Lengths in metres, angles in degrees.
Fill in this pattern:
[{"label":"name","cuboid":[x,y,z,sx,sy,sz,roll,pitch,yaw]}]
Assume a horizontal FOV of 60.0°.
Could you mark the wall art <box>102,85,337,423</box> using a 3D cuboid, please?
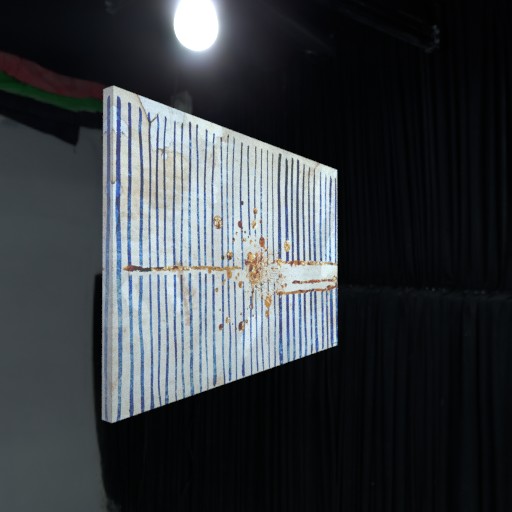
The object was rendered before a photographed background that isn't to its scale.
[{"label":"wall art","cuboid":[0.000,0.000,1.179,0.030,0.609,0.919,-1,-1,36]}]
